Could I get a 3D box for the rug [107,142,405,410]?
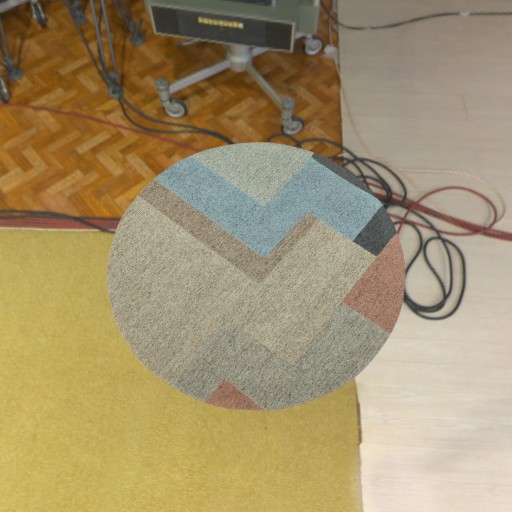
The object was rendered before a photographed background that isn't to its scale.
[{"bbox_3d":[0.000,0.000,3.693,2.461,0.033,2.461,0,62,0],"label":"rug"}]
